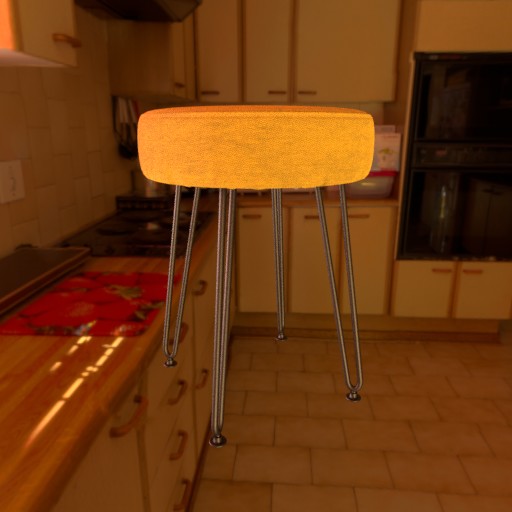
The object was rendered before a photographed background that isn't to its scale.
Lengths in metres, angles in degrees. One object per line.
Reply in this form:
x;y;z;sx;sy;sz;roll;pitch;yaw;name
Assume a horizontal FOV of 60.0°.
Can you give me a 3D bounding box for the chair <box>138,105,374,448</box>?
0.000;0.000;0.717;0.345;0.455;0.345;-8;18;-25;chair
